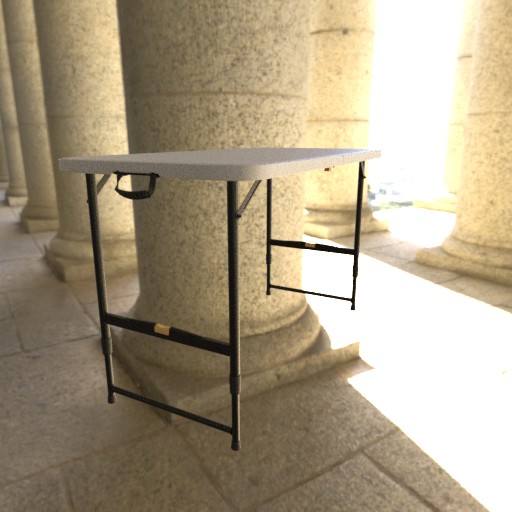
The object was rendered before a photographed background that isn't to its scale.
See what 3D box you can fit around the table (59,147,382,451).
[{"bbox_3d":[0.000,0.000,1.621,0.611,0.737,1.245,8,17,27],"label":"table"}]
